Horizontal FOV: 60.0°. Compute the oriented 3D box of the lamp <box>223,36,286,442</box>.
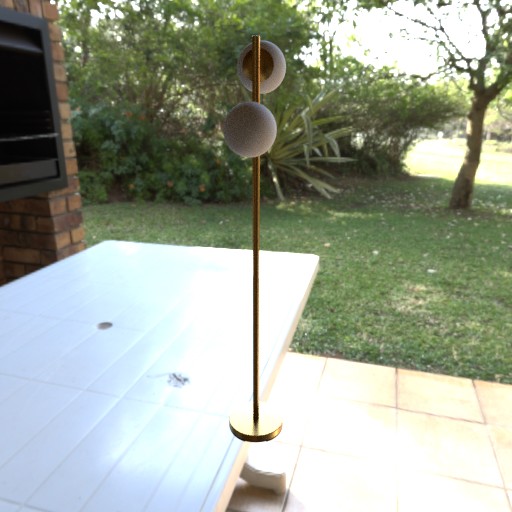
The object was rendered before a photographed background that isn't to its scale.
[{"bbox_3d":[0.000,0.000,1.816,0.249,1.641,0.419,3,17,10],"label":"lamp"}]
